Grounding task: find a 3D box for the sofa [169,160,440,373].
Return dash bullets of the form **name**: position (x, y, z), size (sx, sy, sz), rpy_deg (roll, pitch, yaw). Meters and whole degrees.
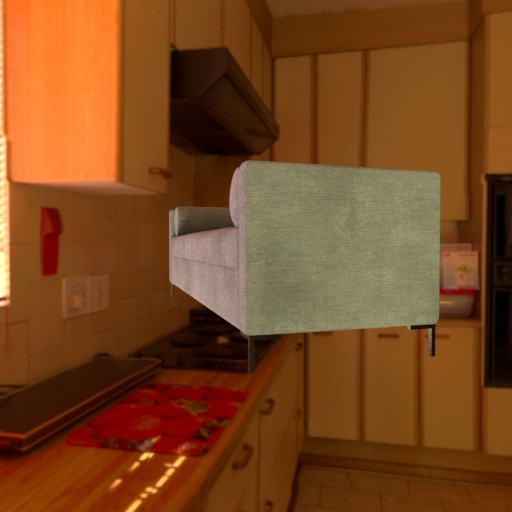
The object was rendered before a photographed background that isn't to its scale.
- **sofa**: position (0.000, 0.000, 2.324), size (0.686, 0.635, 1.981), rpy_deg (0, 1, -17)
